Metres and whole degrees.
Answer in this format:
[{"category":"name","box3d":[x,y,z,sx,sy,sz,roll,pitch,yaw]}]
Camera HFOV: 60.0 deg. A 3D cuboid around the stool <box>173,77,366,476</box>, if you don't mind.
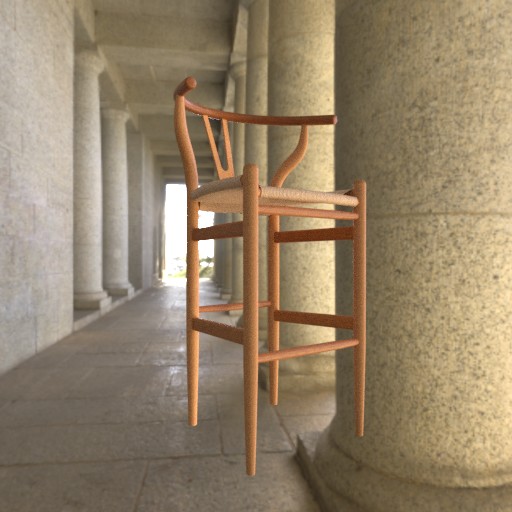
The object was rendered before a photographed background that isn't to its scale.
[{"category":"stool","box3d":[0.000,0.000,1.404,0.574,1.068,0.561,0,0,-36]}]
